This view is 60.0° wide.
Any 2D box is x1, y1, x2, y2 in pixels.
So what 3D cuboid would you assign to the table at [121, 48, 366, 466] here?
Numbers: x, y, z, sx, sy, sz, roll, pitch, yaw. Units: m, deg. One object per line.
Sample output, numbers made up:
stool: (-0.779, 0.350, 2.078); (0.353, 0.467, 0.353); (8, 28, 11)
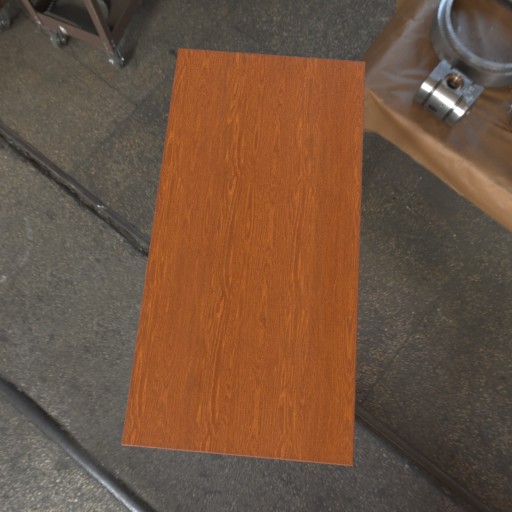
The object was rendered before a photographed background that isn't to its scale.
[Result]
table: (0.000, 0.000, 2.090); (0.811, 0.755, 1.609); (5, 77, 1)
